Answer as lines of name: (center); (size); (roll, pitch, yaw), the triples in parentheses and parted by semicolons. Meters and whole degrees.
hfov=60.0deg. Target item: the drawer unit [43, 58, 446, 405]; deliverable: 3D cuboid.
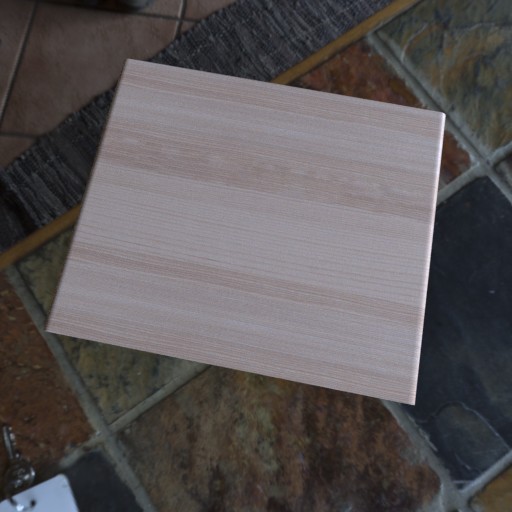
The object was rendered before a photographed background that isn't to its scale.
drawer unit: (0.000, 0.000, 0.596); (0.344, 0.344, 0.290); (11, 77, 2)
